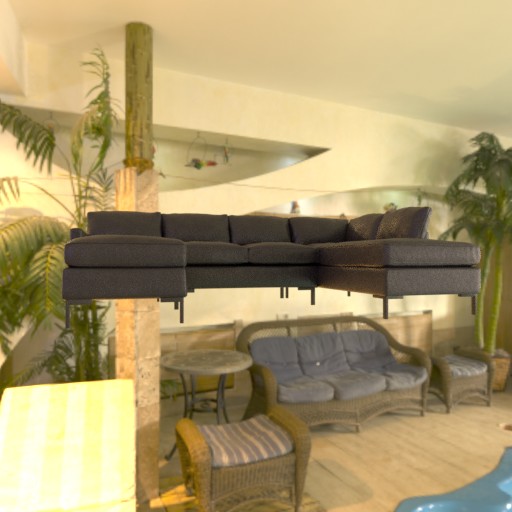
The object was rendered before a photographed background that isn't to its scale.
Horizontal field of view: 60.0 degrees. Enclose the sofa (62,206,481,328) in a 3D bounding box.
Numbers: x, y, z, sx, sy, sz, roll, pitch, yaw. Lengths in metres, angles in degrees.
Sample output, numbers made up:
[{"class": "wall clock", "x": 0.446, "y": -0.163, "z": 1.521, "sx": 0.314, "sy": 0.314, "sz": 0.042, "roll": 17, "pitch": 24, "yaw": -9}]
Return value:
[{"class": "sofa", "x": 0.000, "y": 0.000, "z": 3.786, "sx": 2.956, "sy": 0.900, "sz": 1.939, "roll": 0, "pitch": -1, "yaw": -18}]
